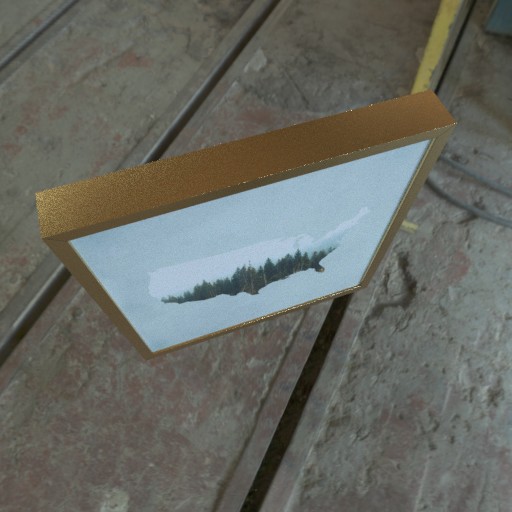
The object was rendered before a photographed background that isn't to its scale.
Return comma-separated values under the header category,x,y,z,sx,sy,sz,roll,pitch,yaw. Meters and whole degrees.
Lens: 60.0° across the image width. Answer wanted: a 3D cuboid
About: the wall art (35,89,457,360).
category,x,y,z,sx,sy,sz,roll,pitch,yaw
wall art,0.000,0.000,0.450,0.304,0.304,0.038,-17,63,-9
